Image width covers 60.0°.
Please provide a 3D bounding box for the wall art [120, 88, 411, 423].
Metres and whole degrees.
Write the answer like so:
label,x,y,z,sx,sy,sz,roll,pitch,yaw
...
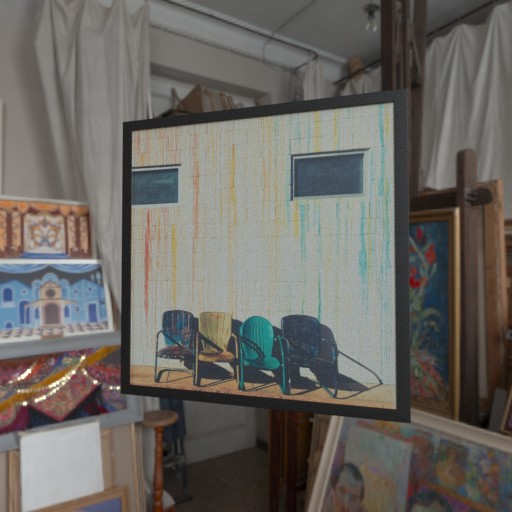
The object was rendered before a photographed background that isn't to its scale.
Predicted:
label,x,y,z,sx,sy,sz,roll,pitch,yaw
wall art,0.000,0.000,0.466,0.304,0.304,0.038,-1,-2,18
